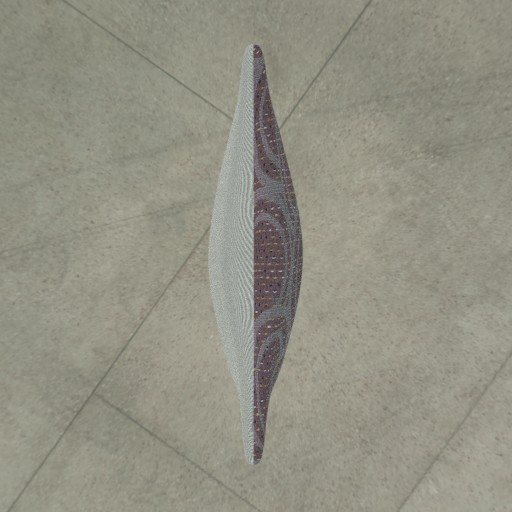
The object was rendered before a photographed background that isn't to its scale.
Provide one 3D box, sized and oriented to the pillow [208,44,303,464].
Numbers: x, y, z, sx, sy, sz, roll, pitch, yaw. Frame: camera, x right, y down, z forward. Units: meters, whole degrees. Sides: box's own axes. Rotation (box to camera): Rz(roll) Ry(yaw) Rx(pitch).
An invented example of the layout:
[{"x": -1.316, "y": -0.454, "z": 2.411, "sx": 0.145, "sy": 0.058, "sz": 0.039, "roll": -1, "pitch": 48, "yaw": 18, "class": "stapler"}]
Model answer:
[{"x": 0.000, "y": 0.000, "z": 0.791, "sx": 0.163, "sy": 0.513, "sz": 0.514, "roll": 0, "pitch": 90, "yaw": 0, "class": "pillow"}]
